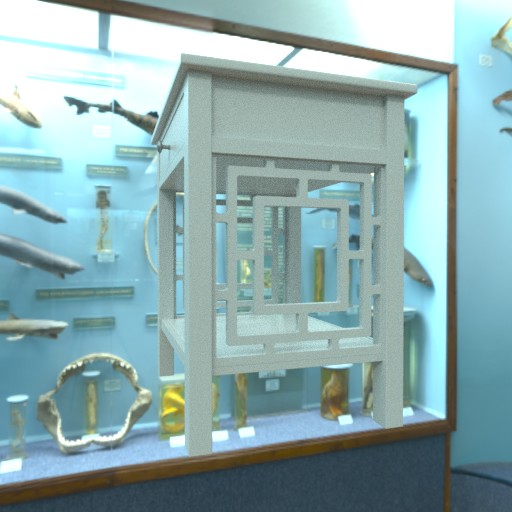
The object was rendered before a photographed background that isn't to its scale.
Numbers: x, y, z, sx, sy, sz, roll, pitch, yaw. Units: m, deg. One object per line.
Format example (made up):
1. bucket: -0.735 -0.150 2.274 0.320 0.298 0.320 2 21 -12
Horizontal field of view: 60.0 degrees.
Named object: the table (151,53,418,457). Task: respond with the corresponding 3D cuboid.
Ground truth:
1. table: 0.000 0.000 1.028 0.451 0.646 0.564 0 1 -18
